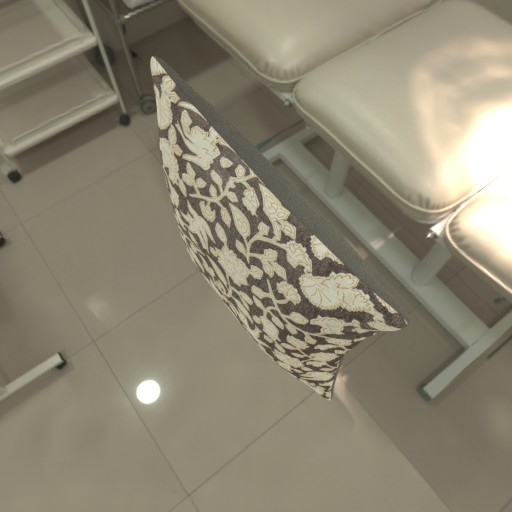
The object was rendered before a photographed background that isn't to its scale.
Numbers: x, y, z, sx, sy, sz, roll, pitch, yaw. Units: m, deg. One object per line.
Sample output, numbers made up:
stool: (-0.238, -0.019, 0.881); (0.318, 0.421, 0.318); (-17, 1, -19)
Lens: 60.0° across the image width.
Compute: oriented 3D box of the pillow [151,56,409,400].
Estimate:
pillow: (0.000, 0.000, 0.793); (0.166, 0.507, 0.526); (-35, 69, -16)
